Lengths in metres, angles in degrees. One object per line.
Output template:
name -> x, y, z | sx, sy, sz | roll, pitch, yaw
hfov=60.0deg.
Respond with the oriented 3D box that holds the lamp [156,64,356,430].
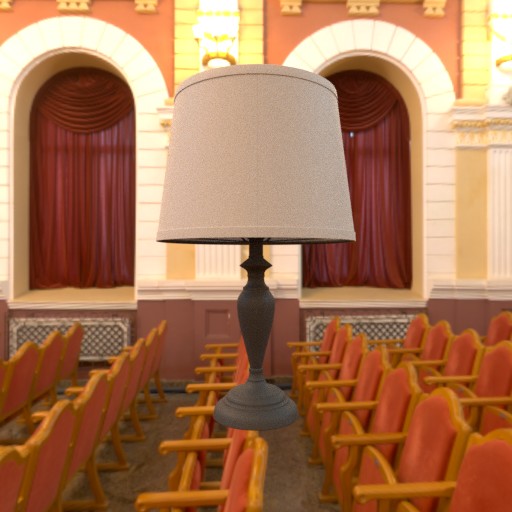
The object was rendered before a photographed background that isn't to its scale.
lamp -> 0.000, 0.000, 0.703 | 0.310, 0.501, 0.310 | 0, 0, 0
